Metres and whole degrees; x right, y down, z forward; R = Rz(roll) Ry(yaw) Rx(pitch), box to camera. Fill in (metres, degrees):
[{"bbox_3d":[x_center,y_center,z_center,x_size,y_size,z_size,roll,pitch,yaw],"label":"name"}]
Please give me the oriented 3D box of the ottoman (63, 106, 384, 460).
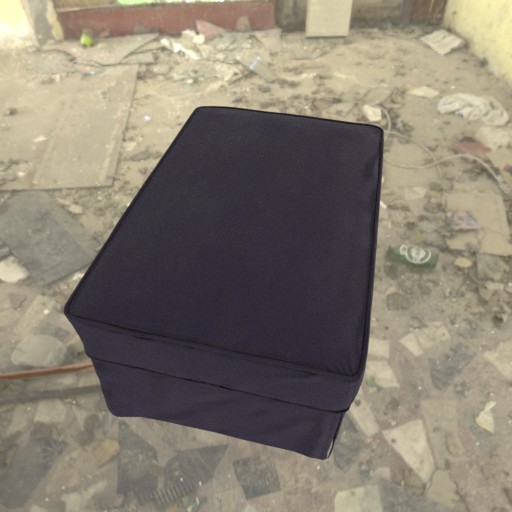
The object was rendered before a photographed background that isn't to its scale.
[{"bbox_3d":[0.000,0.000,1.291,0.637,0.503,0.938,10,48,9],"label":"ottoman"}]
